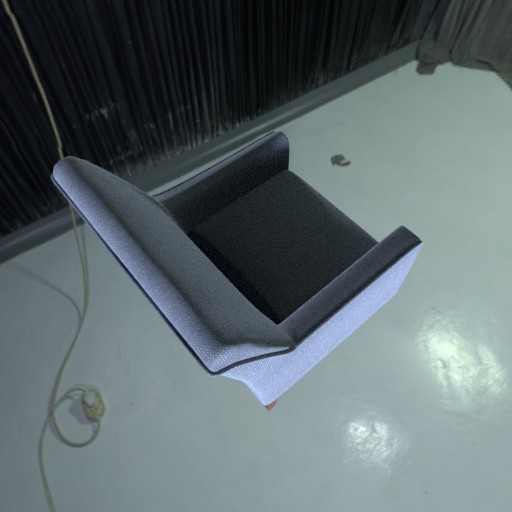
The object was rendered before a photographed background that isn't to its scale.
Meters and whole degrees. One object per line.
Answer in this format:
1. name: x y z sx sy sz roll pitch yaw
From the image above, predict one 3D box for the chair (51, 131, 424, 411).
1. chair: 0.000 0.000 1.610 0.899 0.919 0.780 -36 64 -20
